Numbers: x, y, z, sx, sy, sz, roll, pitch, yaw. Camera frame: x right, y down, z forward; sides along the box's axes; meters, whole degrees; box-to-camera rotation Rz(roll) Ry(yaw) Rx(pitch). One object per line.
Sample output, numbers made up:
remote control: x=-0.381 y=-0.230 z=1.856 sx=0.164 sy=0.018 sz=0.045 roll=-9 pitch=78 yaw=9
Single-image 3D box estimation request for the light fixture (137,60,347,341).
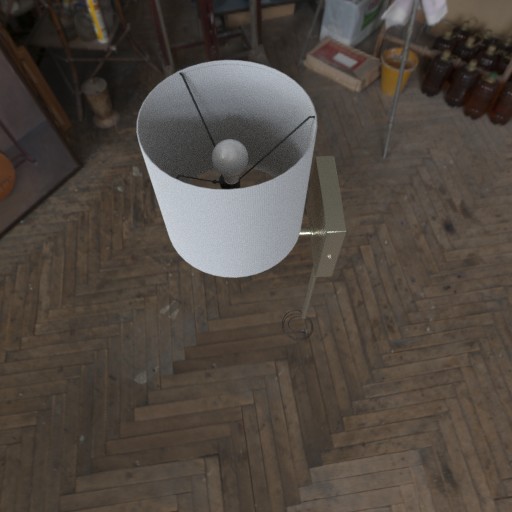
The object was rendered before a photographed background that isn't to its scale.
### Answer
light fixture: x=0.000 y=0.000 z=0.720 sx=0.248 sy=0.589 sz=0.188 roll=-2 pitch=61 yaw=-1
